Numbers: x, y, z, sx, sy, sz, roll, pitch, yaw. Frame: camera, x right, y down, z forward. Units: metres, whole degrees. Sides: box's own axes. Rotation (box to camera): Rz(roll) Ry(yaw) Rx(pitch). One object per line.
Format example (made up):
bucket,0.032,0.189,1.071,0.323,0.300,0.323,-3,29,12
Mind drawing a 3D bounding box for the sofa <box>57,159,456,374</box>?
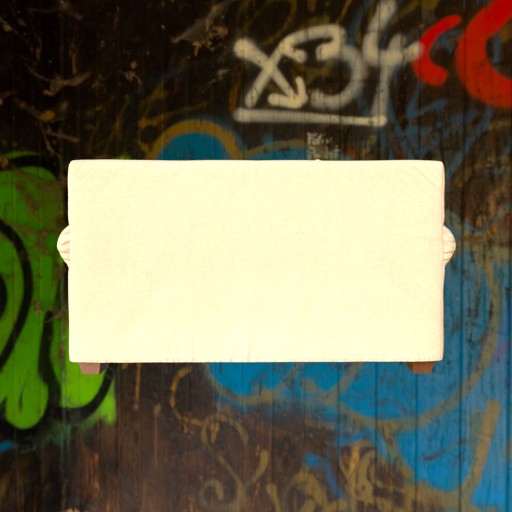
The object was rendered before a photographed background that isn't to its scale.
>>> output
sofa,0.000,0.000,2.195,1.550,0.905,1.070,0,1,-1
